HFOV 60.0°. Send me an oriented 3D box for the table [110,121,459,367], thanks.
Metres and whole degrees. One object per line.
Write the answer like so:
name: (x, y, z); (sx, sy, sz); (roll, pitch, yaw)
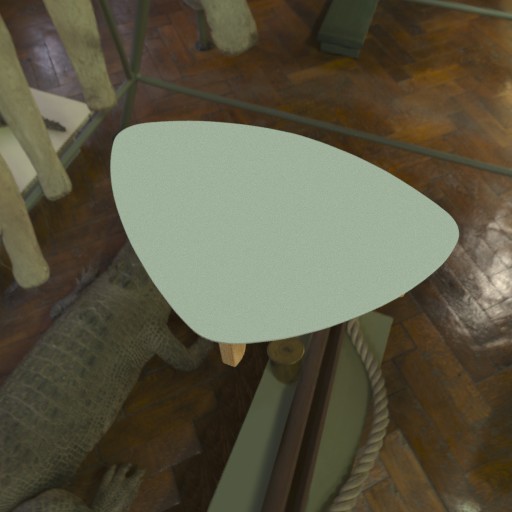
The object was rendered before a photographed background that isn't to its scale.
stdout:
table: (0.000, 0.000, 1.634); (1.250, 0.440, 0.850); (18, 60, 11)
